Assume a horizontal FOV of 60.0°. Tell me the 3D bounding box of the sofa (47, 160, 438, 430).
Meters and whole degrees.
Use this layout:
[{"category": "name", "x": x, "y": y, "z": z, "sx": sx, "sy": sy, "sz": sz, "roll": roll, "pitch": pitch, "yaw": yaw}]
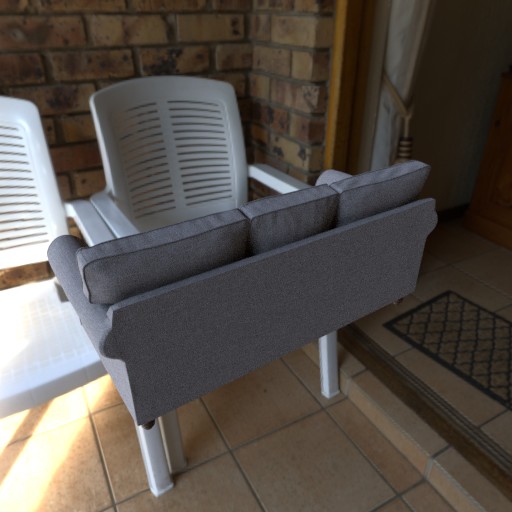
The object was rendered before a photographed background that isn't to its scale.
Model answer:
[{"category": "sofa", "x": 0.000, "y": 0.000, "z": 2.576, "sx": 2.084, "sy": 0.961, "sz": 0.916, "roll": -19, "pitch": 35, "yaw": -29}]
